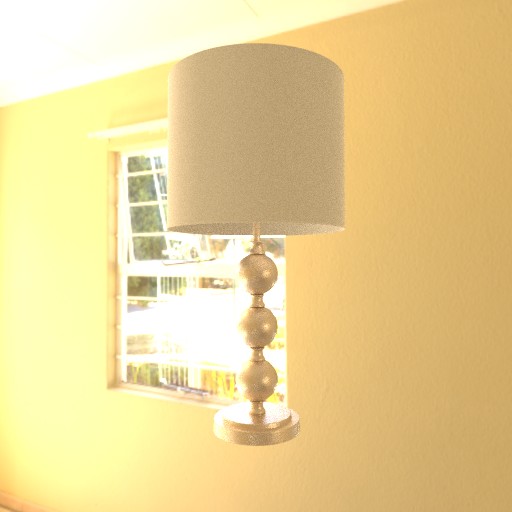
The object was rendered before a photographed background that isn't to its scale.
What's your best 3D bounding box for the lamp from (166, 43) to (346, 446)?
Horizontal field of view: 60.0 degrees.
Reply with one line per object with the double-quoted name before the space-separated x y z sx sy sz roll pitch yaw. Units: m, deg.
"lamp" 0.000 0.000 0.697 0.277 0.538 0.277 0 -1 17
